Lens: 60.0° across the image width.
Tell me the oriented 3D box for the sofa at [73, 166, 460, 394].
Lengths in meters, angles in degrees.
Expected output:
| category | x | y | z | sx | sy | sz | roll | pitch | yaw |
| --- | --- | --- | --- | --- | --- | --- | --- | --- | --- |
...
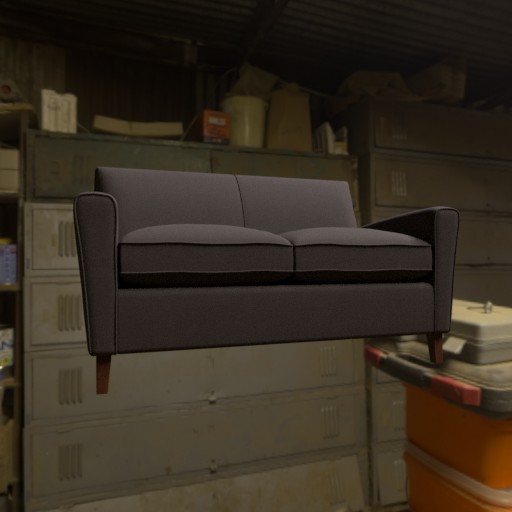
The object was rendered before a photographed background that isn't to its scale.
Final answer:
| category | x | y | z | sx | sy | sz | roll | pitch | yaw |
| --- | --- | --- | --- | --- | --- | --- | --- | --- | --- |
| sofa | 0.000 | 0.000 | 1.932 | 1.420 | 0.846 | 0.871 | 0 | 0 | -18 |
